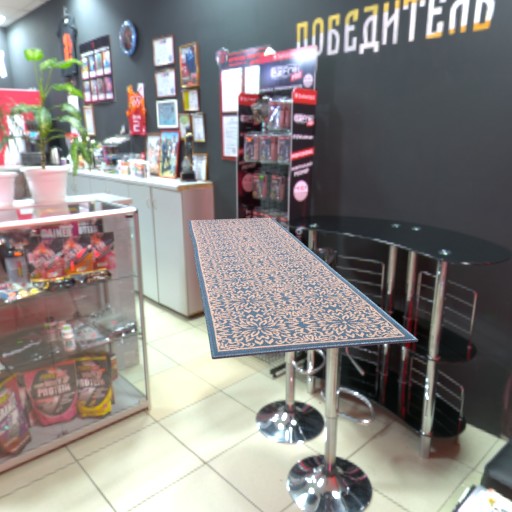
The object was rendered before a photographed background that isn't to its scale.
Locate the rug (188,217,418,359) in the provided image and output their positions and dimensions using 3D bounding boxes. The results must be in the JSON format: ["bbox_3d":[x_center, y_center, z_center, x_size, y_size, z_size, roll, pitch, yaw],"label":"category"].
[{"bbox_3d":[0.000,0.000,2.402,0.662,0.011,2.196,-3,16,-10],"label":"rug"}]
